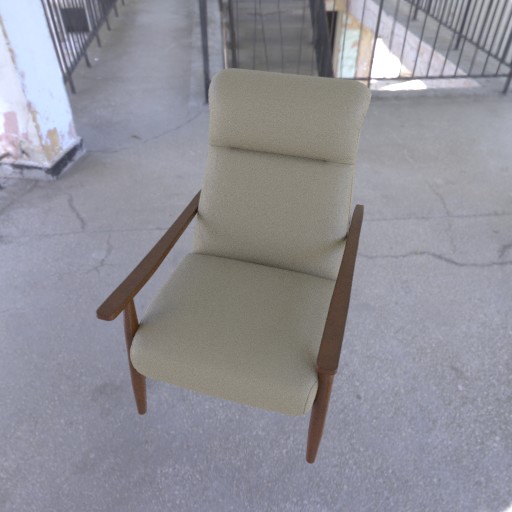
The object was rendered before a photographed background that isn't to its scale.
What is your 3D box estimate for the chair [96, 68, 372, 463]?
[{"bbox_3d":[0.000,0.000,1.725,0.762,1.082,1.014,11,42,12],"label":"chair"}]
